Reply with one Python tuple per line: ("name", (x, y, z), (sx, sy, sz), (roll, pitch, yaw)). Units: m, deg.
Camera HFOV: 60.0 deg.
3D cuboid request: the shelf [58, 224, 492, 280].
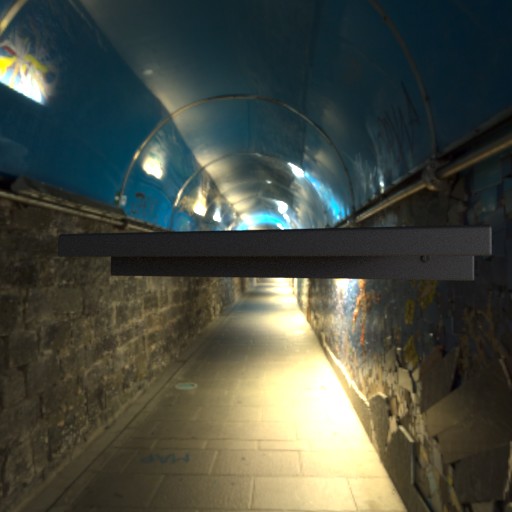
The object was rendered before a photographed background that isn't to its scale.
("shelf", (0.000, 0.000, 0.496), (0.456, 0.053, 0.102), (0, -1, 18))
